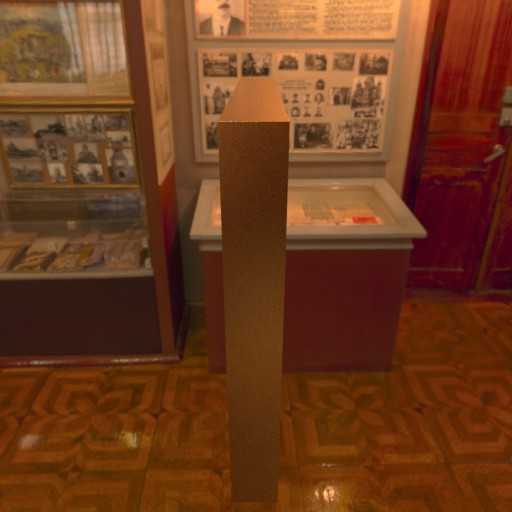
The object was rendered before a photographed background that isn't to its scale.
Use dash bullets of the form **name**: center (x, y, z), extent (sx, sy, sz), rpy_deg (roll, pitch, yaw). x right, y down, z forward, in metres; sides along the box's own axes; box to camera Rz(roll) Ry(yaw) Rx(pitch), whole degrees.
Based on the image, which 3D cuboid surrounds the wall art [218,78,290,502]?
- **wall art**: center (0.000, 0.000, 0.436), extent (0.038, 0.304, 0.304), rpy_deg (0, 26, 0)
